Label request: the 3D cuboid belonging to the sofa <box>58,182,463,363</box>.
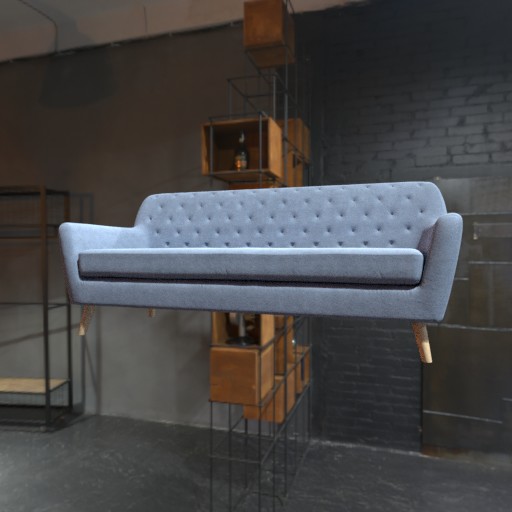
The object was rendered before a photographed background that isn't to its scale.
[{"bbox_3d":[0.000,0.000,2.392,1.970,0.830,0.830,0,1,19],"label":"sofa"}]
